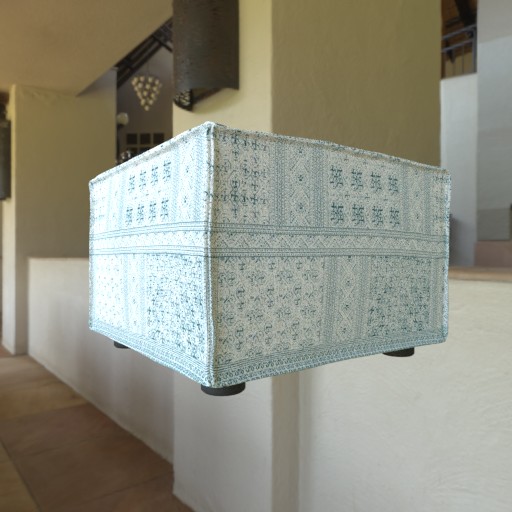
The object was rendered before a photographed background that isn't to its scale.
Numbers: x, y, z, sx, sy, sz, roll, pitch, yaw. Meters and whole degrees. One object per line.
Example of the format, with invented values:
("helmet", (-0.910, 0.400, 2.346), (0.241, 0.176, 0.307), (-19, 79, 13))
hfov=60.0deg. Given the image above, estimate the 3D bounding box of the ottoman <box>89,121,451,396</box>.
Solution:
("ottoman", (0.000, 0.000, 1.041), (0.617, 0.439, 0.626), (0, 0, -36))
